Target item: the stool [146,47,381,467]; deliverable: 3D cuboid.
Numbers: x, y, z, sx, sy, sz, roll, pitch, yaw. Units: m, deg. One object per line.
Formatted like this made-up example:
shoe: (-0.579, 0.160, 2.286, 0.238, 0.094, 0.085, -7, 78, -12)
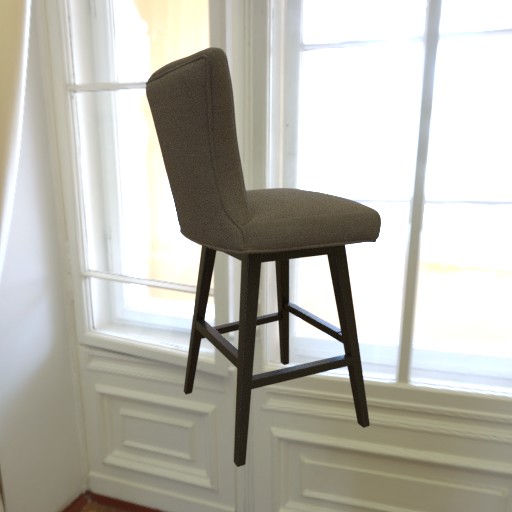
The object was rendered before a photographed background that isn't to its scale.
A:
stool: (0.000, 0.000, 1.395, 0.574, 1.086, 0.514, -7, 15, -27)
